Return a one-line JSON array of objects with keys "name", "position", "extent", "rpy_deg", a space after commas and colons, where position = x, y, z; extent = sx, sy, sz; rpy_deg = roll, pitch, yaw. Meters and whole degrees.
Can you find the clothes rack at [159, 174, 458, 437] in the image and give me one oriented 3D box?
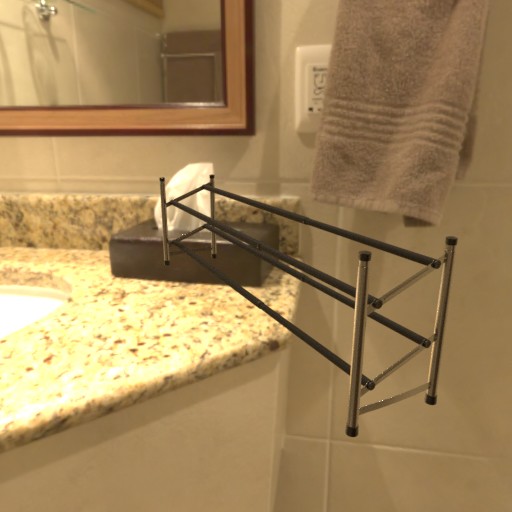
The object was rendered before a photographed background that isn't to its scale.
[{"name": "clothes rack", "position": [0.000, 0.000, 1.298], "extent": [0.229, 0.349, 1.168], "rpy_deg": [-9, 19, -27]}]
